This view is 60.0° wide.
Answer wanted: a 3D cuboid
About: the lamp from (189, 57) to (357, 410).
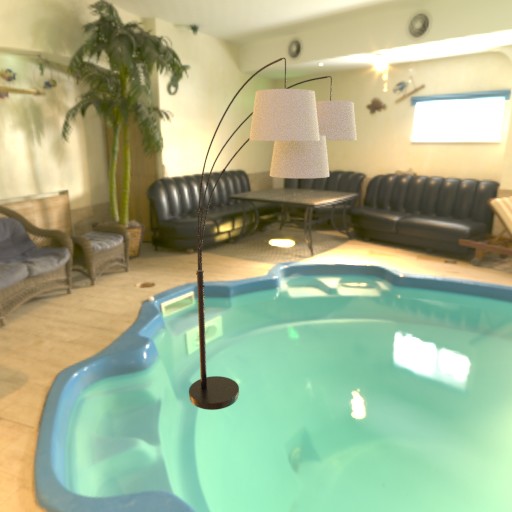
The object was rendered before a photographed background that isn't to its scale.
[{"bbox_3d":[0.000,0.000,2.522,0.924,1.950,0.951,8,17,27],"label":"lamp"}]
